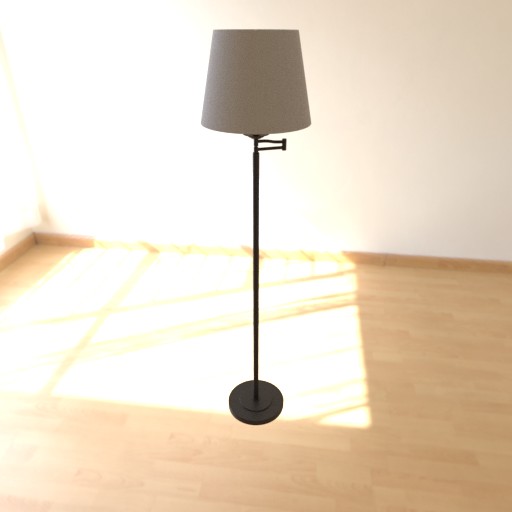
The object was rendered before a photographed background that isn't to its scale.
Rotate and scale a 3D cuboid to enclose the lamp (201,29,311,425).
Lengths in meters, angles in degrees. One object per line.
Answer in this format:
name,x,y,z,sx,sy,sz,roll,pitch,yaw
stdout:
lamp,0.000,0.000,1.620,0.348,1.473,0.348,-8,29,-15
